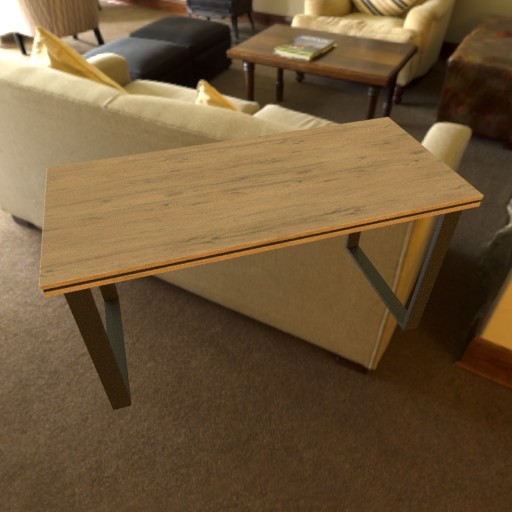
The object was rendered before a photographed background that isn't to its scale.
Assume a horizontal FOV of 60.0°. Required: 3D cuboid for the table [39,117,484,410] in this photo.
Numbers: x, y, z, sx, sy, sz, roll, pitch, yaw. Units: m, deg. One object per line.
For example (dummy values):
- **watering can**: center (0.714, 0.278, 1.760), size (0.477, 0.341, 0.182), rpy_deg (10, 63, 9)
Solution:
- **table**: center (0.000, 0.000, 2.268), size (1.778, 0.899, 0.795), rpy_deg (-12, 44, -13)
